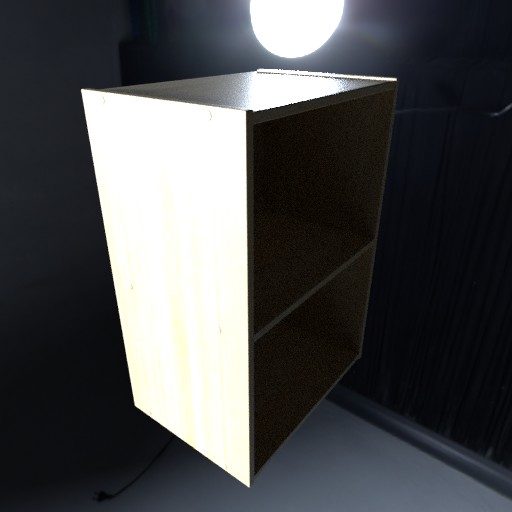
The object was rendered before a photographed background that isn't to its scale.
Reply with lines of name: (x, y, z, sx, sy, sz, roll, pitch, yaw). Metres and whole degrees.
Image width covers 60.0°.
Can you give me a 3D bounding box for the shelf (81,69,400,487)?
shelf: (0.000, 0.000, 0.810, 0.290, 0.592, 0.414, 19, 33, 33)
